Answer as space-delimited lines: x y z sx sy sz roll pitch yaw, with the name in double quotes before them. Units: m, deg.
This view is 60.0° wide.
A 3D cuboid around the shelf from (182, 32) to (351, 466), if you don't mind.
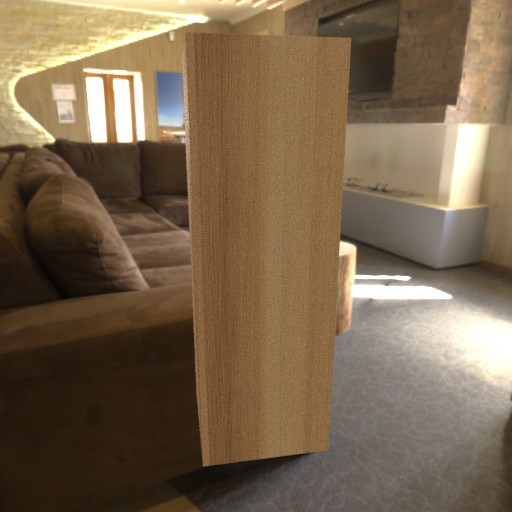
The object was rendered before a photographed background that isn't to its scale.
"shelf" 0.000 0.000 1.018 0.290 0.872 0.290 -3 17 -10
